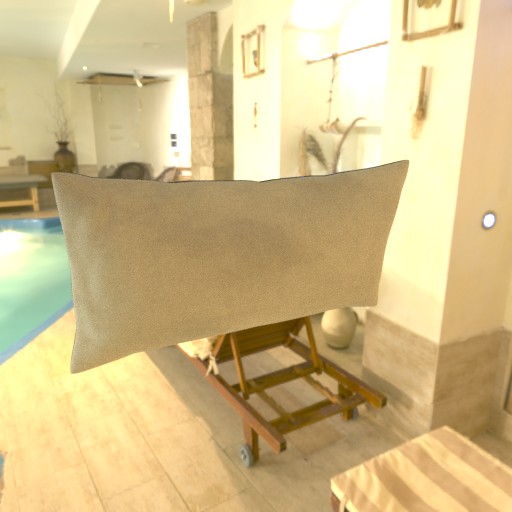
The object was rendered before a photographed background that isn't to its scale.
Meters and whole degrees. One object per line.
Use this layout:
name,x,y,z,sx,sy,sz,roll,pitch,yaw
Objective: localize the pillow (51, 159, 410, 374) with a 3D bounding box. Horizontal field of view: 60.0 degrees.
pillow,0.000,0.000,0.745,0.608,0.305,0.156,-8,17,-27
